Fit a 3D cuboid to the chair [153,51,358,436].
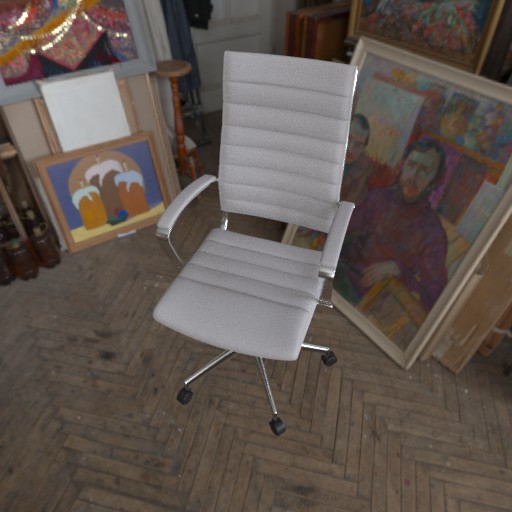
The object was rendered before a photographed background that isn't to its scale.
[{"bbox_3d":[0.000,0.000,1.551,0.679,1.149,0.667,13,43,15],"label":"chair"}]
